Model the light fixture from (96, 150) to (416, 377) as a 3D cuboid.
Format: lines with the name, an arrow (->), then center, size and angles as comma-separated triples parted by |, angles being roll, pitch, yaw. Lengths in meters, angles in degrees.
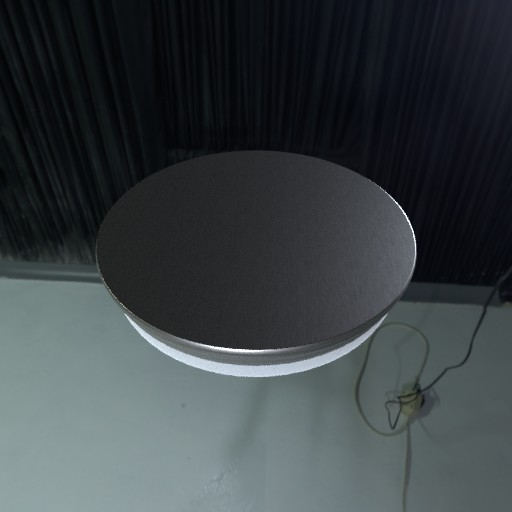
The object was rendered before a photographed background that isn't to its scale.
light fixture -> 0.000, 0.000, 0.557 | 0.368, 0.100, 0.368 | 0, 41, 0
